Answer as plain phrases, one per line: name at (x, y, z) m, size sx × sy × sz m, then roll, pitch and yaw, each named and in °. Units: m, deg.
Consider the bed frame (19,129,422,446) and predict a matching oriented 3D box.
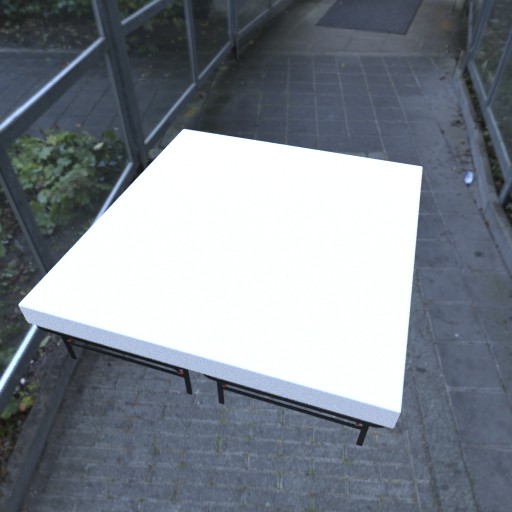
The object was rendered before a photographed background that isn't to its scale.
bed frame at (0.000, 0.000, 2.969) m, size 1.930 × 0.559 × 2.032 m, roll 12°, pitch 44°, yaw 13°
